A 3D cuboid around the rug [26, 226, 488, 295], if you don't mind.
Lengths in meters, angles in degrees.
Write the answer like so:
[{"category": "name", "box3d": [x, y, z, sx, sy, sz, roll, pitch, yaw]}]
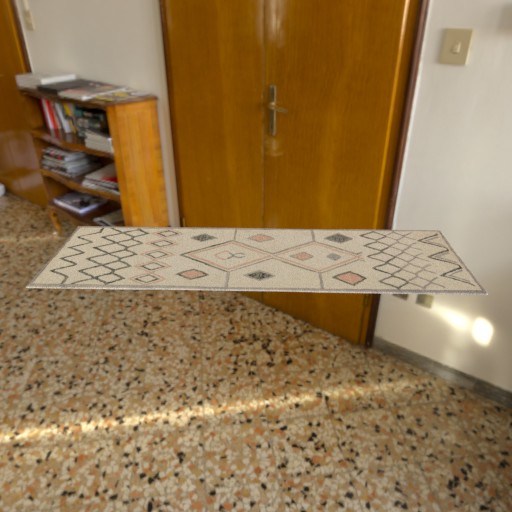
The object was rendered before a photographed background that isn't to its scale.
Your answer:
[{"category": "rug", "box3d": [0.000, 0.000, 2.655, 2.435, 0.011, 0.750, 1, 29, 1]}]
